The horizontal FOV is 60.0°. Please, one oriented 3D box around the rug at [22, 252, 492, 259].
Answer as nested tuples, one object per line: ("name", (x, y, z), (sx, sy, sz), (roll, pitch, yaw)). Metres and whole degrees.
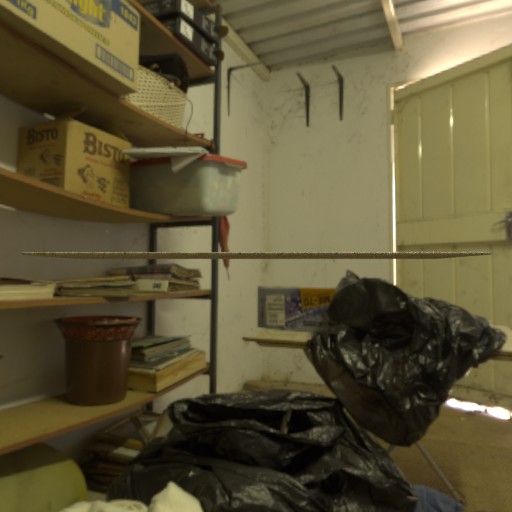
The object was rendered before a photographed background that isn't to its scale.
("rug", (0.000, 0.000, 2.501), (2.290, 0.014, 0.700), (0, -2, 1))
